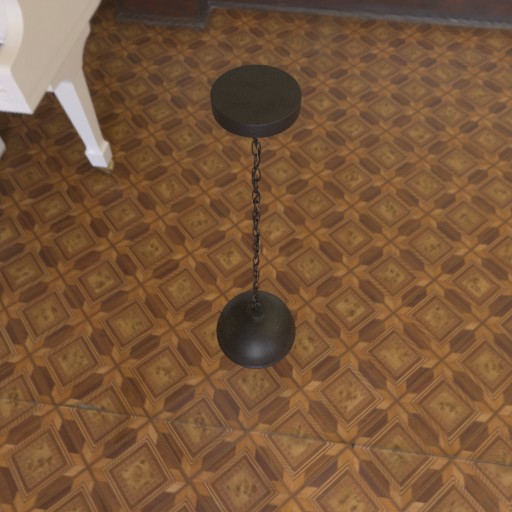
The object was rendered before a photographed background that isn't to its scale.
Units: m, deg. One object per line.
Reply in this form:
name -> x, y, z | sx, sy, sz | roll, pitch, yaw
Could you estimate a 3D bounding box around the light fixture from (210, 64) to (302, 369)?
light fixture -> 0.000, 0.000, 1.237 | 0.304, 1.090, 0.304 | 17, 60, 10
